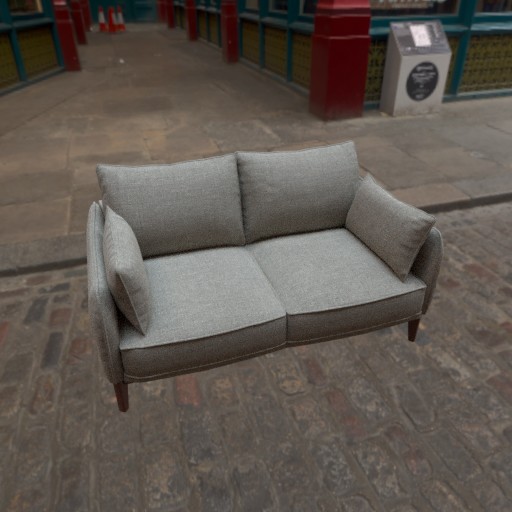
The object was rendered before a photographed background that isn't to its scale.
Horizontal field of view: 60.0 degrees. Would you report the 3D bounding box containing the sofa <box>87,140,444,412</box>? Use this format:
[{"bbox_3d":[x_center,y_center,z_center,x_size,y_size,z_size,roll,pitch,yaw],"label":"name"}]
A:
[{"bbox_3d":[0.000,0.000,2.218,1.580,0.851,0.972,-10,33,-15],"label":"sofa"}]
